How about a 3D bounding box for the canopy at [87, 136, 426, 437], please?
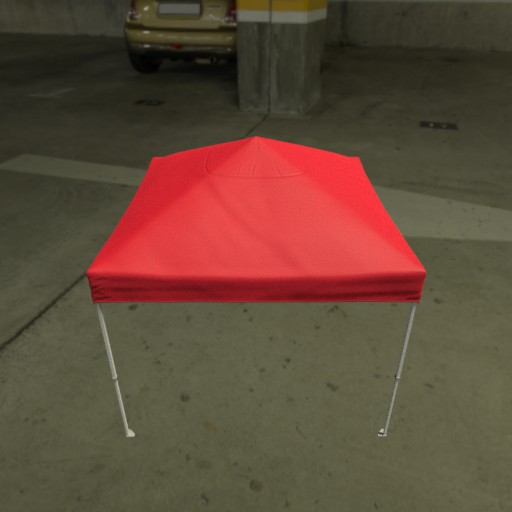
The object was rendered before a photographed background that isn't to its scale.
[{"bbox_3d":[0.000,0.000,5.515,2.996,2.997,2.998,0,32,0],"label":"canopy"}]
